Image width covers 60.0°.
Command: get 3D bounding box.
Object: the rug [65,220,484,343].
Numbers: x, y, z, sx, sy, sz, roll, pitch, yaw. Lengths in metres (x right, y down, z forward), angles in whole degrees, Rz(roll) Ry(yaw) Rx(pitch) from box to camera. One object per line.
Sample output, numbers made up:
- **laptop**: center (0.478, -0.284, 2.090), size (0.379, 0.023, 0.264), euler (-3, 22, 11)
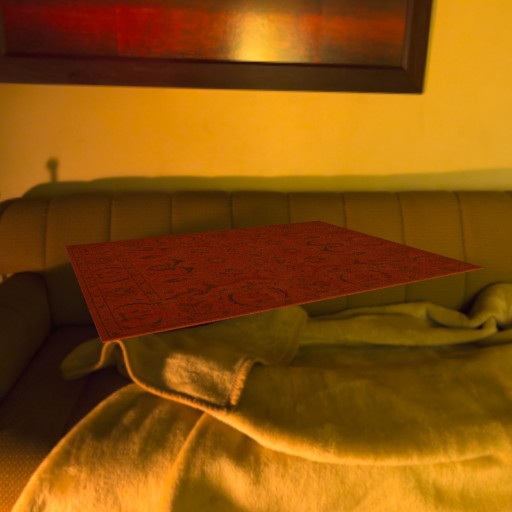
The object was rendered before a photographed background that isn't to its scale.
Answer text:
- **rug**: center (0.000, 0.000, 3.890), size (2.929, 0.012, 2.300), euler (-8, 17, -26)
